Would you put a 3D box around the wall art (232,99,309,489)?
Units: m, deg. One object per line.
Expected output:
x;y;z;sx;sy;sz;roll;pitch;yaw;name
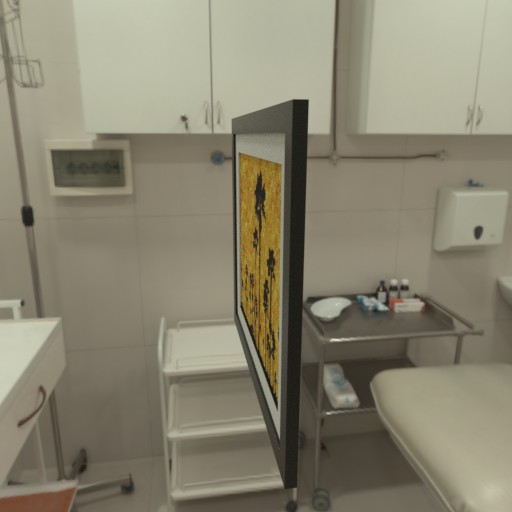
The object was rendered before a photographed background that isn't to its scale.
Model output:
0.000;0.000;0.537;0.012;0.332;0.383;-2;15;-9;wall art
